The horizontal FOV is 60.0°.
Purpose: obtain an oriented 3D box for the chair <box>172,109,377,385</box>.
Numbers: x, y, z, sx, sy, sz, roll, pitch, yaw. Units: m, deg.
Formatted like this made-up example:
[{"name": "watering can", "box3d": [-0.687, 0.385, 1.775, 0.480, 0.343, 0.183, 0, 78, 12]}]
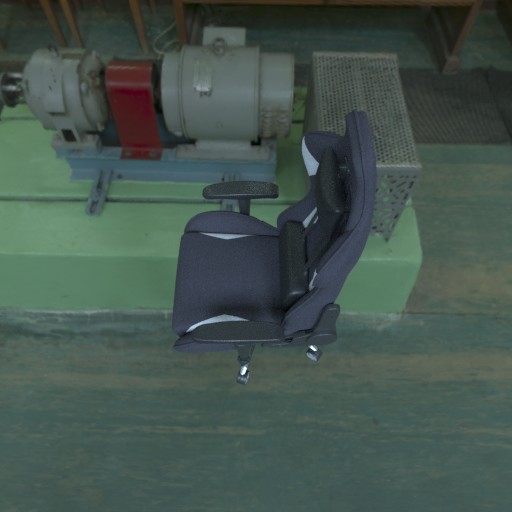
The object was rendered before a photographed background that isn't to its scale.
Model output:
[{"name": "chair", "box3d": [0.000, 0.000, 1.747, 0.695, 1.300, 0.730, 0, 58, 0]}]
